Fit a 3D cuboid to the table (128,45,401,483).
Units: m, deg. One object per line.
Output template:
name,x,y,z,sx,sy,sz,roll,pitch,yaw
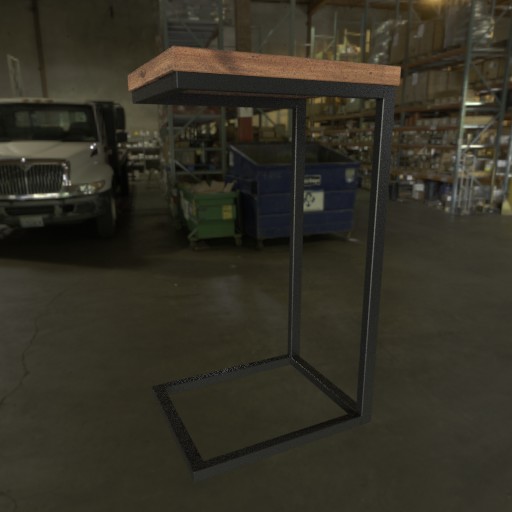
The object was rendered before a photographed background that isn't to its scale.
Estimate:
table,0.000,0.000,0.923,0.414,0.718,0.323,-7,16,-25
